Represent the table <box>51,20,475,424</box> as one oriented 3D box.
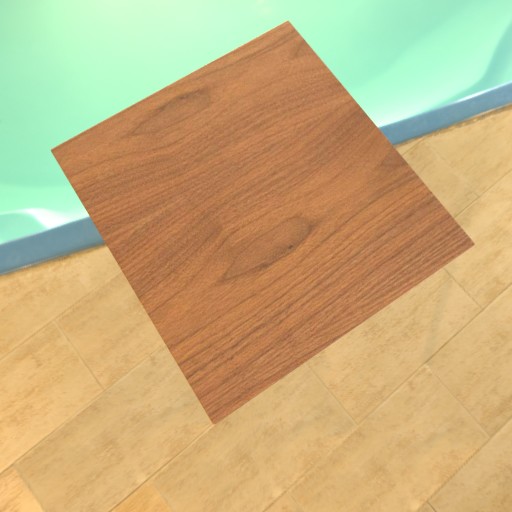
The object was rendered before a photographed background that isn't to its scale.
[{"bbox_3d":[0.000,0.000,0.842,0.384,0.567,0.411,-32,77,-9],"label":"table"}]
